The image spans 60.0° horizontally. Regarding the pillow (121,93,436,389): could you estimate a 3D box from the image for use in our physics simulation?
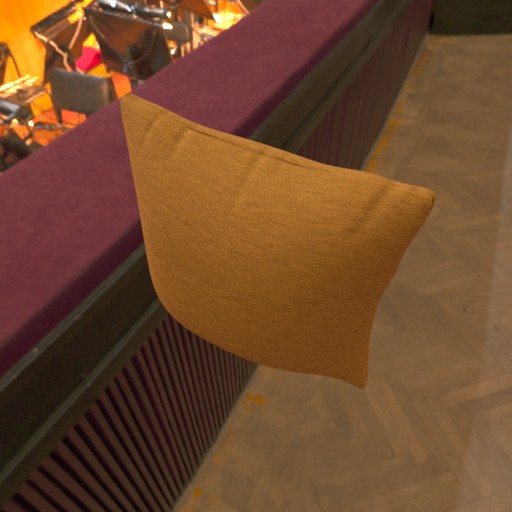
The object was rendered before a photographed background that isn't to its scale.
[{"bbox_3d":[0.000,0.000,0.680,0.435,0.417,0.247,23,51,20],"label":"pillow"}]
